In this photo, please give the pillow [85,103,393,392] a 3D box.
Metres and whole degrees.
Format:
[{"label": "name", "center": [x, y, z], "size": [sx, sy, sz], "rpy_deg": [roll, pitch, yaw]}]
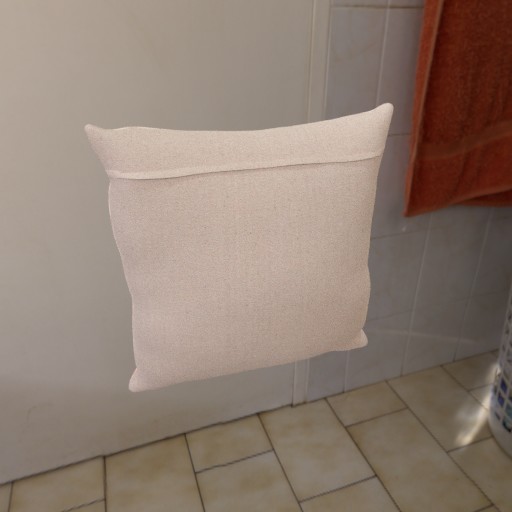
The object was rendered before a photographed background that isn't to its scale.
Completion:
[{"label": "pillow", "center": [0.000, 0.000, 0.694], "size": [0.440, 0.441, 0.182], "rpy_deg": [-8, 28, -15]}]
